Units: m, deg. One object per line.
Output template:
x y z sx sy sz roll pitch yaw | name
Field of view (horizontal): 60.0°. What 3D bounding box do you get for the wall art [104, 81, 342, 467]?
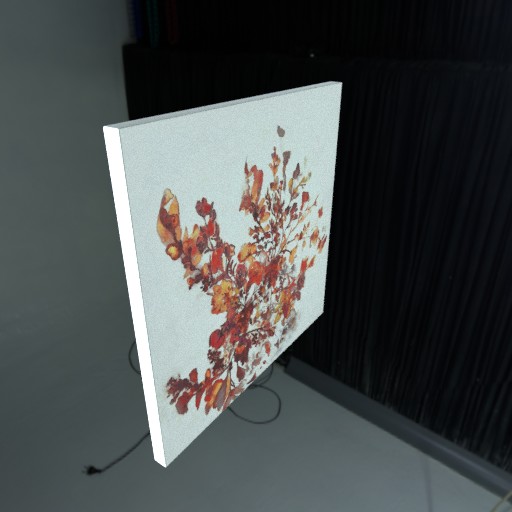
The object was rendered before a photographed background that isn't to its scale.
0.000 0.000 1.489 0.049 1.009 1.009 18 33 31 | wall art
